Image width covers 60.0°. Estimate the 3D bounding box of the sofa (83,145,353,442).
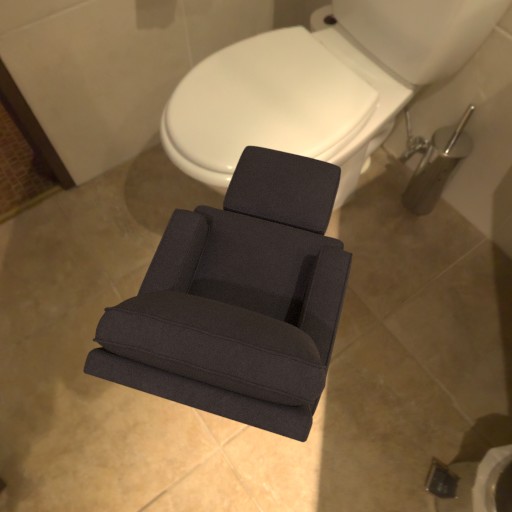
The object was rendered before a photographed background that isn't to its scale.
[{"bbox_3d":[0.000,0.000,2.016,0.861,0.959,1.472,15,64,7],"label":"sofa"}]
